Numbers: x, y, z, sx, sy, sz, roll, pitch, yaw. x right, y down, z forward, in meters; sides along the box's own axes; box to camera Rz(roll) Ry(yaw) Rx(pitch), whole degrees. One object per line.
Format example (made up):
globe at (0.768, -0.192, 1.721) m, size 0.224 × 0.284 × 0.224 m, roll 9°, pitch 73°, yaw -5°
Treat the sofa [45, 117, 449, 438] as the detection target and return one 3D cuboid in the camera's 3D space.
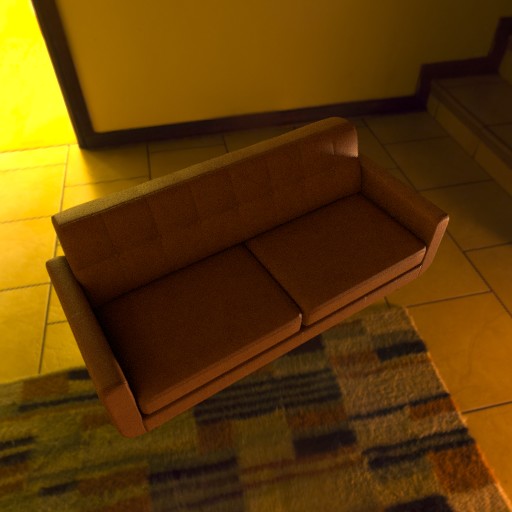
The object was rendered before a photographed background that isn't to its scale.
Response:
sofa at (0.000, 0.000, 2.616) m, size 2.137 × 0.892 × 0.980 m, roll -25°, pitch 51°, yaw -22°
